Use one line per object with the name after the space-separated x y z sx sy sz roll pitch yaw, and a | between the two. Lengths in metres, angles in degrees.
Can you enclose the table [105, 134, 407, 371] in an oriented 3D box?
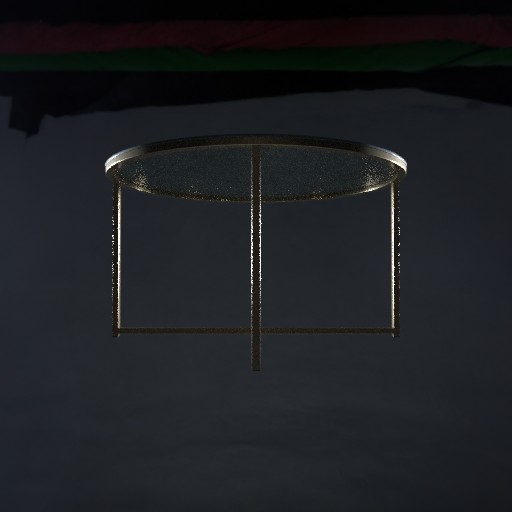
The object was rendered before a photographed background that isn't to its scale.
0.000 0.000 1.239 0.800 0.450 0.800 0 -1 0 | table
